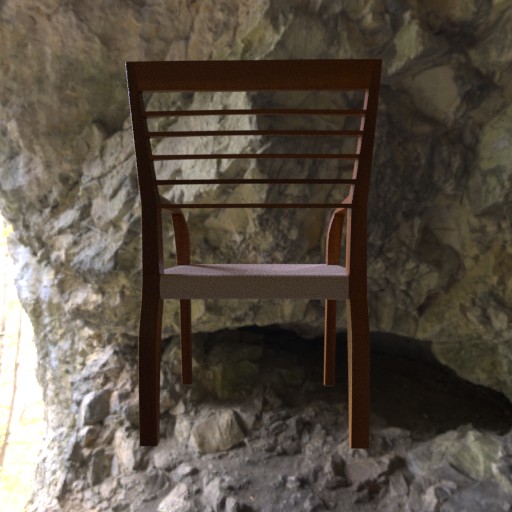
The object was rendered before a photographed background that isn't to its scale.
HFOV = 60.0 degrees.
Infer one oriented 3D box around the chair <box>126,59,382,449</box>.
[{"bbox_3d":[0.000,0.000,1.215,0.587,0.855,0.540,0,0,1],"label":"chair"}]
